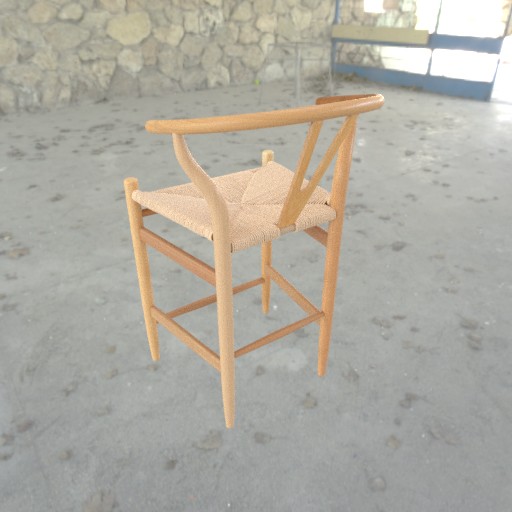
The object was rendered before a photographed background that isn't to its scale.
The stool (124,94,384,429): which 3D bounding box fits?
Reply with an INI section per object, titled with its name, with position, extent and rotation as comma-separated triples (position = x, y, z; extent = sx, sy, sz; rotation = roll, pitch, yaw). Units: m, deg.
[stool]
position = 0.000, 0.000, 1.268
extent = 0.536, 0.923, 0.575
rotation = -19, 34, -30
